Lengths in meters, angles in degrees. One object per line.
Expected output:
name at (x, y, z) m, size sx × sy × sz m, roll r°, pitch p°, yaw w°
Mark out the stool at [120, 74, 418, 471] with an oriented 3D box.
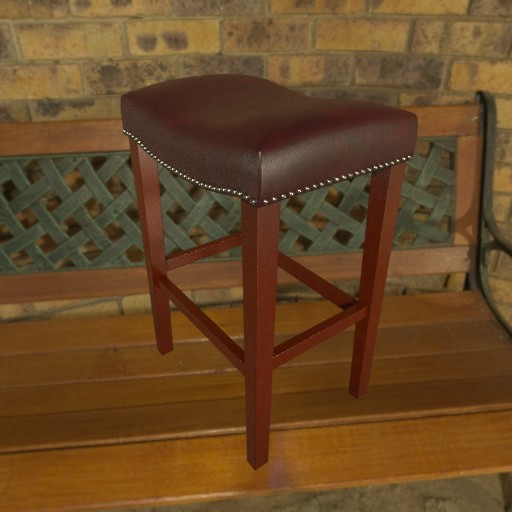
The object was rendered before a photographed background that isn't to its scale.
stool at (0.000, 0.000, 1.039) m, size 0.372 × 0.742 × 0.504 m, roll -21°, pitch 37°, yaw -31°
